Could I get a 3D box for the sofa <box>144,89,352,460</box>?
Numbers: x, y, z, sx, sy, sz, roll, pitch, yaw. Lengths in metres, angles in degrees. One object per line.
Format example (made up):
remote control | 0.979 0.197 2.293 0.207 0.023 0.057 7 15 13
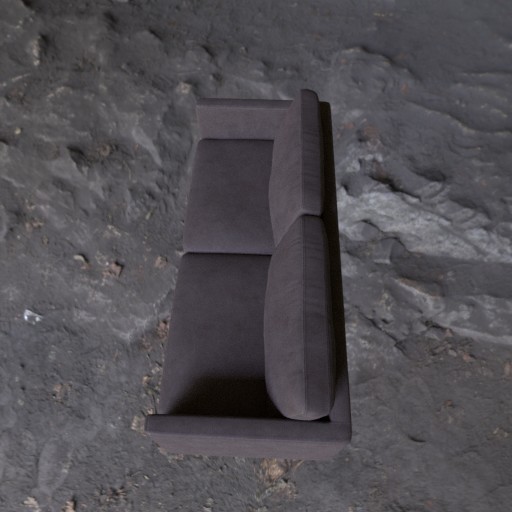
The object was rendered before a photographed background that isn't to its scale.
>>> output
sofa | 0.000 0.000 2.724 0.951 0.965 2.208 2 59 1
